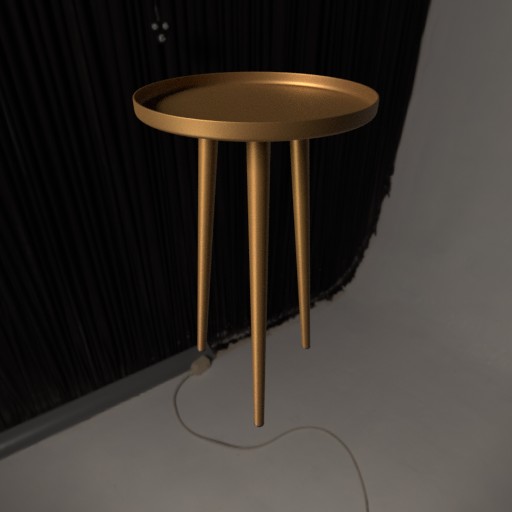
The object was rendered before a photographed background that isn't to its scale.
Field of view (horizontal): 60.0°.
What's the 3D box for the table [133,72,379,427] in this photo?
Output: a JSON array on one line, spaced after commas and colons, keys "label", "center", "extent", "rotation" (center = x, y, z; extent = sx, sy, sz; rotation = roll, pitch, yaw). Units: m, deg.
[{"label": "table", "center": [0.000, 0.000, 0.676], "extent": [0.299, 0.480, 0.299], "rotation": [-20, 37, -30]}]
